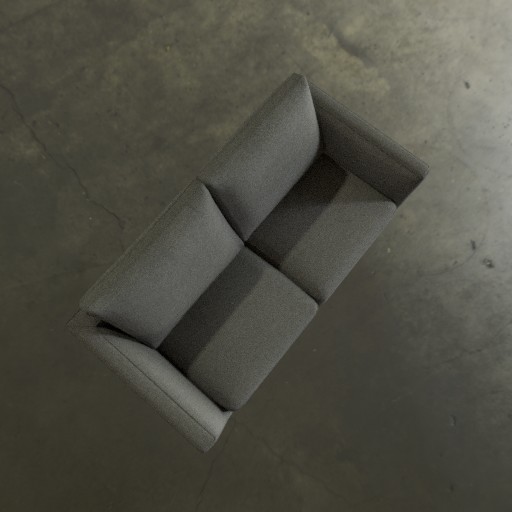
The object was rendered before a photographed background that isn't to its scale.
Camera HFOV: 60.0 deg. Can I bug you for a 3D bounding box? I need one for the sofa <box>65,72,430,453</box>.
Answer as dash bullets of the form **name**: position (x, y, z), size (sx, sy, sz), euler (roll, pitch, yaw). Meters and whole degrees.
- **sofa**: position (0.000, 0.000, 2.164), size (0.803, 0.924, 1.594), euler (39, 79, 9)
